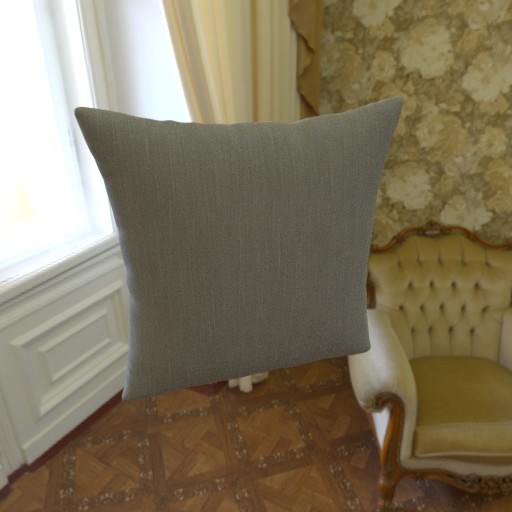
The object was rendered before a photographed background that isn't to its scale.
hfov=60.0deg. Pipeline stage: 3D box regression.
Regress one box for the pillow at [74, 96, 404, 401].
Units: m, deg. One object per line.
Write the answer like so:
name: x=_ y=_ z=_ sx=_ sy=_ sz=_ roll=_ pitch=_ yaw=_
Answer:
pillow: x=0.000 y=0.000 z=0.767 sx=0.511 sy=0.509 sz=0.161 roll=-8 pitch=26 yaw=-16
